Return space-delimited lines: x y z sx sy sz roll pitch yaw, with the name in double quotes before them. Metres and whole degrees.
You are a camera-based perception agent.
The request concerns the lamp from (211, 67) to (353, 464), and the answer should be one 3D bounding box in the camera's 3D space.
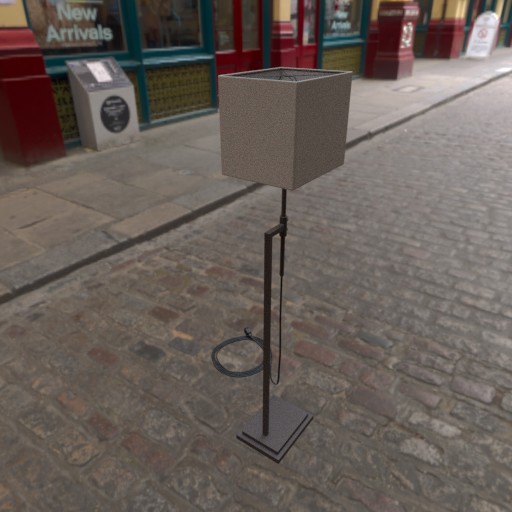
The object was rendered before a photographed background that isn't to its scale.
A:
"lamp" 0.000 0.000 2.023 0.774 1.600 0.698 18 33 31
